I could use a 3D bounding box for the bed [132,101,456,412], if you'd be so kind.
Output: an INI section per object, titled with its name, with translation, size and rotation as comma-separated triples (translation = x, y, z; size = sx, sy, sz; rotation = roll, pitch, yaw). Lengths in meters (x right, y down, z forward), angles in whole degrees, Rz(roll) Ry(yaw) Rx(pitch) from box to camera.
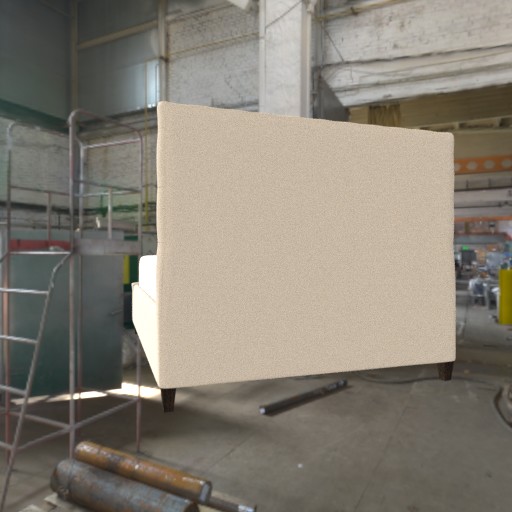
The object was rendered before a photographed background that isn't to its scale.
[bed]
translation = 0.000, 0.000, 3.318
size = 1.696, 1.426, 2.233
rotation = 0, 0, -19
